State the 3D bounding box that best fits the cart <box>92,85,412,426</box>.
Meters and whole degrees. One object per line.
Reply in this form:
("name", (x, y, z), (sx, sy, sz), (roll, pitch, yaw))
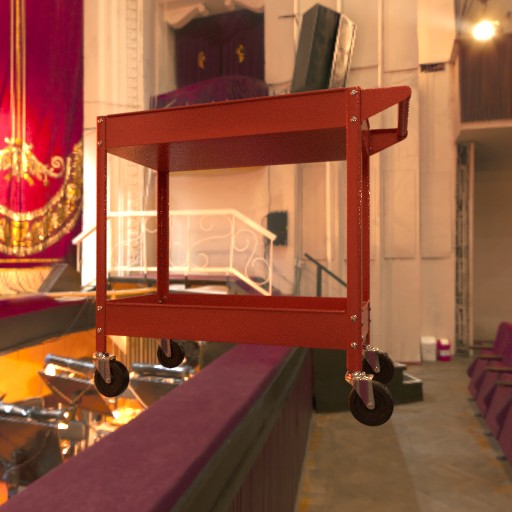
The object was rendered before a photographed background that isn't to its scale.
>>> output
("cart", (0.000, 0.000, 1.188), (0.779, 0.719, 0.366), (0, 0, 18))
